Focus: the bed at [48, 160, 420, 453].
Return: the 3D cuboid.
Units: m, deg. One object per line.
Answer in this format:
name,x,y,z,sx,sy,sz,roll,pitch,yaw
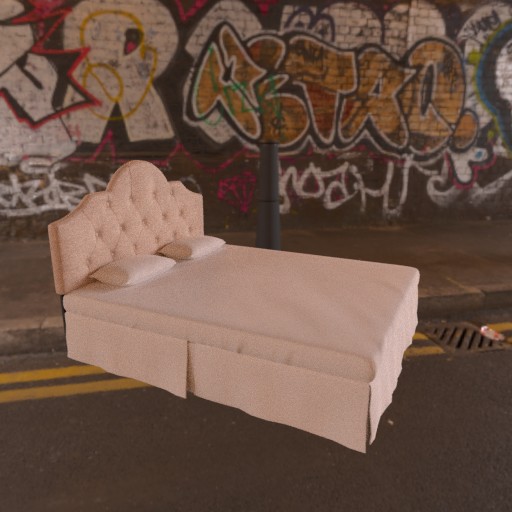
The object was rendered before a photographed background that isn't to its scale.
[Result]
bed,0.000,0.000,2.926,1.970,1.194,1.667,7,17,25
